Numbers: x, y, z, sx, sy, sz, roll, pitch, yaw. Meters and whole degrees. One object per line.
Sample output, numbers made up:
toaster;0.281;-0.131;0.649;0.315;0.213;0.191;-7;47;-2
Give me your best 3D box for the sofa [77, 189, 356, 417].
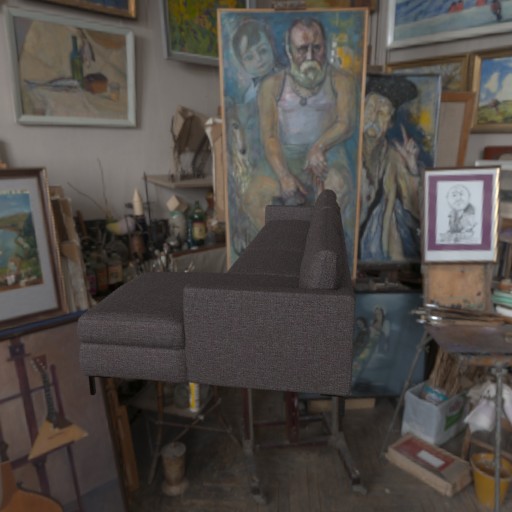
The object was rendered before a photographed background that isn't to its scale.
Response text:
sofa;0.000;0.000;3.789;1.483;0.892;3.221;2;14;9
